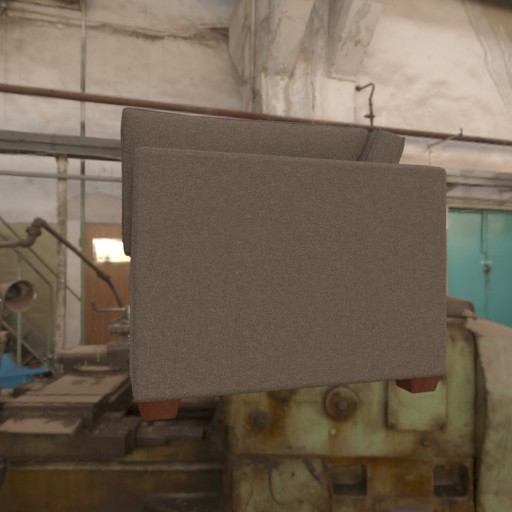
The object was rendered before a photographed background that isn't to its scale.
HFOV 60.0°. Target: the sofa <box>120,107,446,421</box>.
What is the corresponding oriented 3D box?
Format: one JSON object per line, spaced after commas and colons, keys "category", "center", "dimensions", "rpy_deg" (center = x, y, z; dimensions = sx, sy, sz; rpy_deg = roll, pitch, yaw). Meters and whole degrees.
{"category": "sofa", "center": [0.000, 0.000, 1.965], "dimensions": [1.146, 1.002, 1.084], "rpy_deg": [0, 0, -17]}
